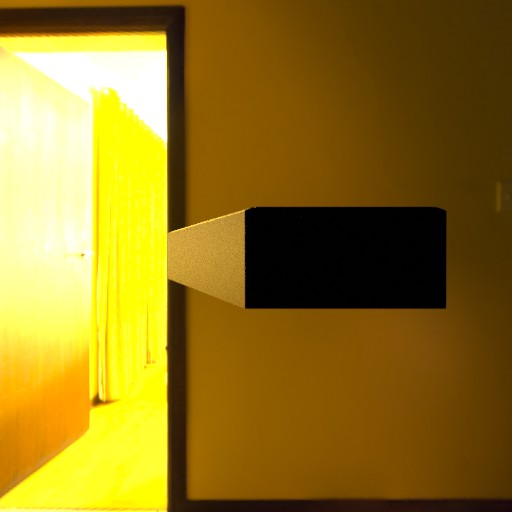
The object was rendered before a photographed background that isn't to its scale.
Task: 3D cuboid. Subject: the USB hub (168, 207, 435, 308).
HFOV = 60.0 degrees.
[{"bbox_3d":[0.000,0.000,0.160,0.044,0.023,0.145,0,0,-19],"label":"USB hub"}]
